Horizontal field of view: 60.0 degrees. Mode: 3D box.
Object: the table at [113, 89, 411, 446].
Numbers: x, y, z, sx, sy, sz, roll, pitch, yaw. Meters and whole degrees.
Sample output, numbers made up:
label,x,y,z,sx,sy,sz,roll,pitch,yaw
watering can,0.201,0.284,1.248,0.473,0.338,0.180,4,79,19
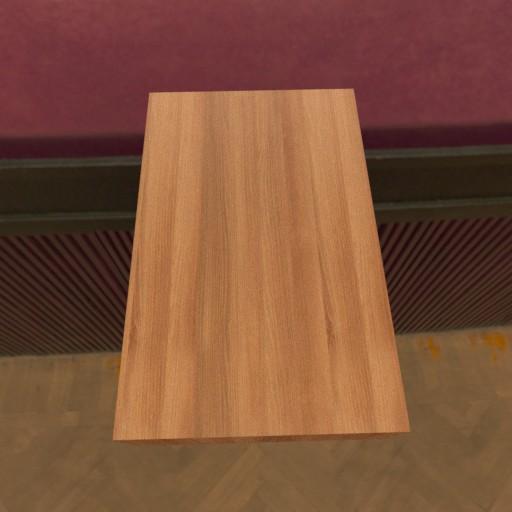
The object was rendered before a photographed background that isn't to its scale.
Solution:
label,x,y,z,sx,sy,sz,roll,pitch,yaw
table,0.000,0.000,1.428,0.700,0.330,1.100,-1,64,-1
